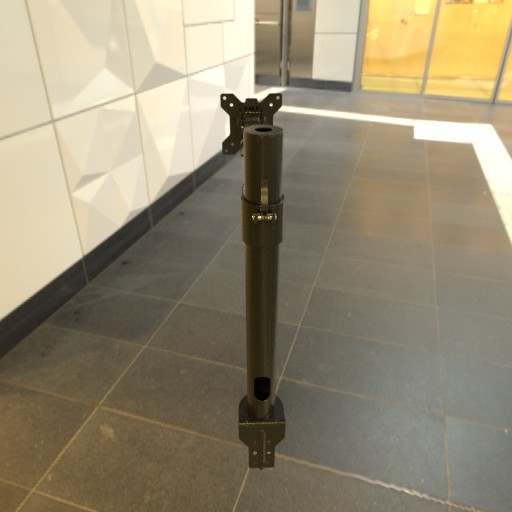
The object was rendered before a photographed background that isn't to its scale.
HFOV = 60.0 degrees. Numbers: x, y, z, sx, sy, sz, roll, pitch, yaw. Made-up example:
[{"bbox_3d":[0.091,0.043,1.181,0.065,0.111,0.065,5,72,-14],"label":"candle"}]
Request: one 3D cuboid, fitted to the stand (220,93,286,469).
[{"bbox_3d":[0.000,0.000,0.727,0.115,0.510,0.456,-1,30,-2],"label":"stand"}]
